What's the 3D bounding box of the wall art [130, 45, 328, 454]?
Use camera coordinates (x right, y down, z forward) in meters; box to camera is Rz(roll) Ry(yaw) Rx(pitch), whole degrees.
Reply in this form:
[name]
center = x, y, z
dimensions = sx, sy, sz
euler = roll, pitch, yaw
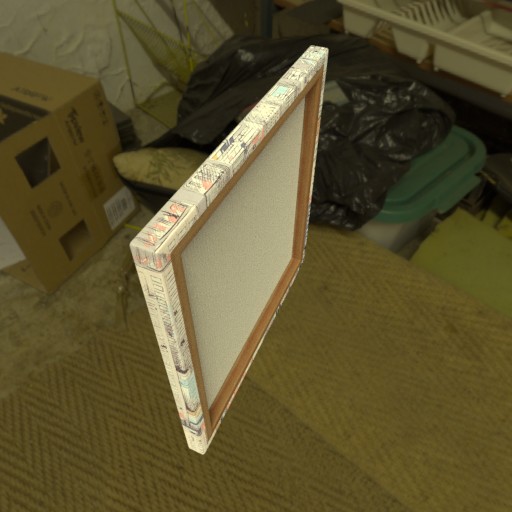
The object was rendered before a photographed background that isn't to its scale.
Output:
[wall art]
center = 0.000, 0.000, 0.896
dimensions = 0.038, 0.608, 0.607
euler = 18, 49, 16
